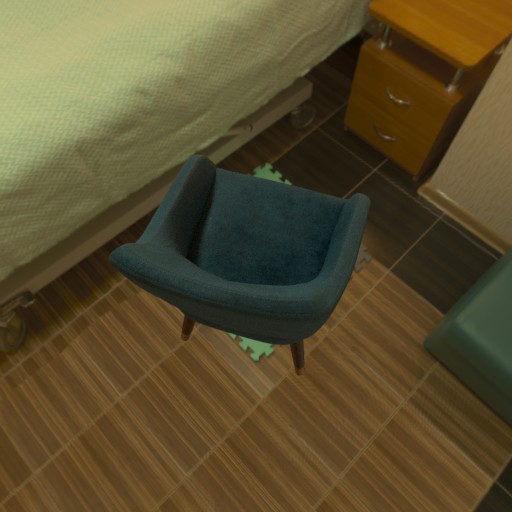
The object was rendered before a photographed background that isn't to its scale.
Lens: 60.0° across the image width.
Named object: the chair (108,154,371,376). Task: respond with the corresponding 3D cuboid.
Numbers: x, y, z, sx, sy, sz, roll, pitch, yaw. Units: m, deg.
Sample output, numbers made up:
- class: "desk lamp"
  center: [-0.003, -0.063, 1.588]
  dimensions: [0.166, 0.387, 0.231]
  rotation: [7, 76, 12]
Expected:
- class: "chair"
  center: [0.000, 0.000, 1.576]
  dimensions: [0.683, 1.081, 0.794]
  rotation: [15, 64, 8]
